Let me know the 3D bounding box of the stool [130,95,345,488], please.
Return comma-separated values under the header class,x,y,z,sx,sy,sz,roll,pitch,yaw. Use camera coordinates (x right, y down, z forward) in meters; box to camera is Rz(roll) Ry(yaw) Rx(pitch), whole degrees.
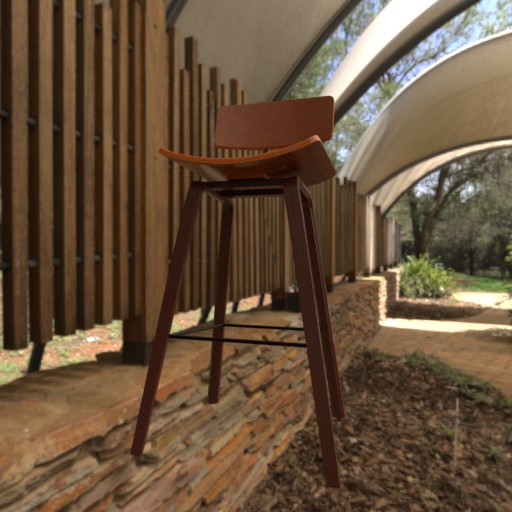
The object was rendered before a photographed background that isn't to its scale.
class,x,y,z,sx,sy,sz,roll,pitch,yaw
stool,0.000,0.000,1.209,0.509,0.969,0.440,0,1,17
